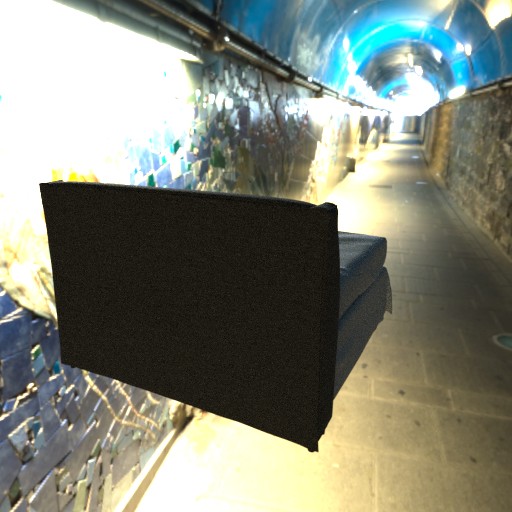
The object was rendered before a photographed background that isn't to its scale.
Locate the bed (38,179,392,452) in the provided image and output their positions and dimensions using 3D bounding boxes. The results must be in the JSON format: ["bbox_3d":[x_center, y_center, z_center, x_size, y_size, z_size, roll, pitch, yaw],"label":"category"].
[{"bbox_3d":[0.000,0.000,3.473,1.925,1.332,2.276,9,19,26],"label":"bed"}]
